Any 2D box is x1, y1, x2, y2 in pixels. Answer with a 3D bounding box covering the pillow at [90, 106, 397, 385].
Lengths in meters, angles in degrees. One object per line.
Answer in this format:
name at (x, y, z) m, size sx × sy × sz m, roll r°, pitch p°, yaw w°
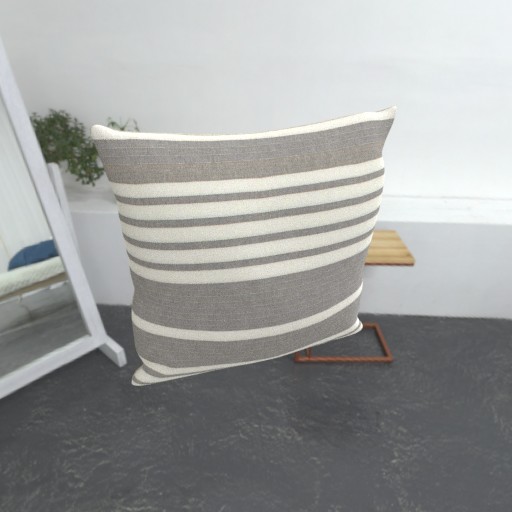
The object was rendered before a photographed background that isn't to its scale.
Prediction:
pillow at (0.000, 0.000, 0.696) m, size 0.439 × 0.440 × 0.182 m, roll -10°, pitch 32°, yaw -16°
